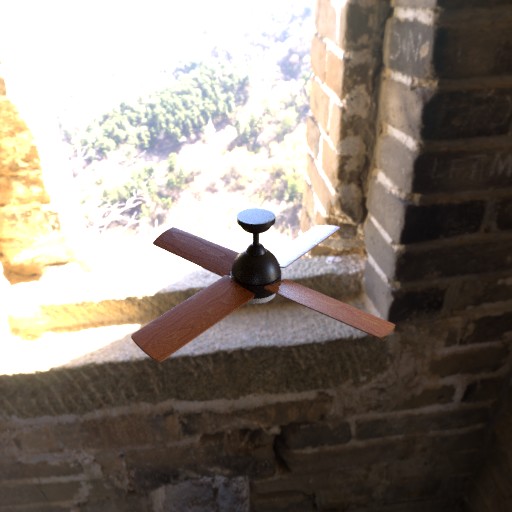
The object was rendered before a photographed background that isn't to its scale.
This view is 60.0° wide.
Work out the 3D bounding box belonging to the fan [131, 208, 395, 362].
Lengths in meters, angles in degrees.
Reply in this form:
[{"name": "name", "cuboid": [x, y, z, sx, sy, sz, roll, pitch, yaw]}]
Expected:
[{"name": "fan", "cuboid": [0.000, 0.000, 2.025, 1.332, 0.403, 1.332, 22, 36, 33]}]
